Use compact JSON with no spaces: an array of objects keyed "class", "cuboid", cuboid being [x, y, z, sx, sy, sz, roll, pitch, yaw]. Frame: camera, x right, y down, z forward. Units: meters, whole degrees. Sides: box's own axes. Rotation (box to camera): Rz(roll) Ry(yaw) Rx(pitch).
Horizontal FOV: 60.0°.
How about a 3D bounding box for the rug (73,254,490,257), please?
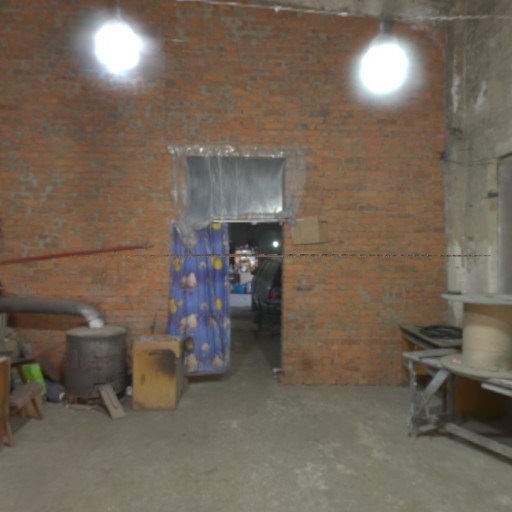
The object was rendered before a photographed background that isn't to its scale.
[{"class":"rug","cuboid":[0.000,0.000,4.043,2.437,0.010,3.056,0,0,-38]}]
